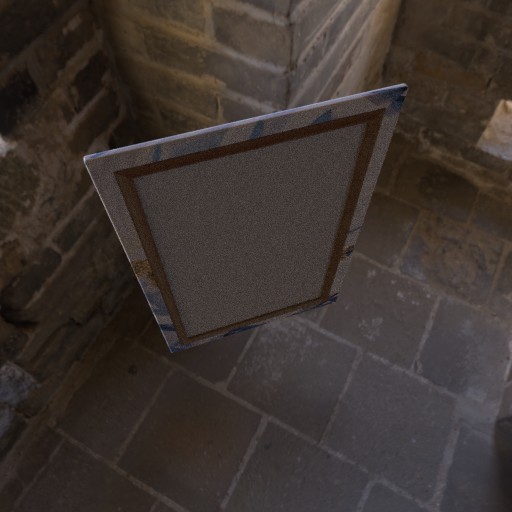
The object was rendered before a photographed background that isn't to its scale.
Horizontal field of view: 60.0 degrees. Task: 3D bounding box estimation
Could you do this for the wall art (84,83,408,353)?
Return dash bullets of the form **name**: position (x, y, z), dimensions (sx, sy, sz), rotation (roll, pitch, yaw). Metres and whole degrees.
- **wall art**: position (0.000, 0.000, 1.179), dimensions (0.610, 0.914, 0.016), rotation (-16, 59, -10)
